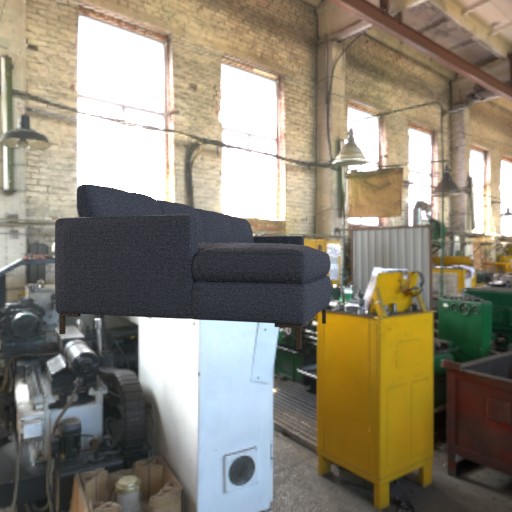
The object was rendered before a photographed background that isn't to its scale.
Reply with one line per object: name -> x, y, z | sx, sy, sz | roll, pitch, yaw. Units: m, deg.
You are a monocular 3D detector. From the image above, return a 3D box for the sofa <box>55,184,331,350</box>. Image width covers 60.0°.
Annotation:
sofa -> 0.000, 0.000, 2.915 | 1.125, 0.673, 2.445 | 0, 0, 17
